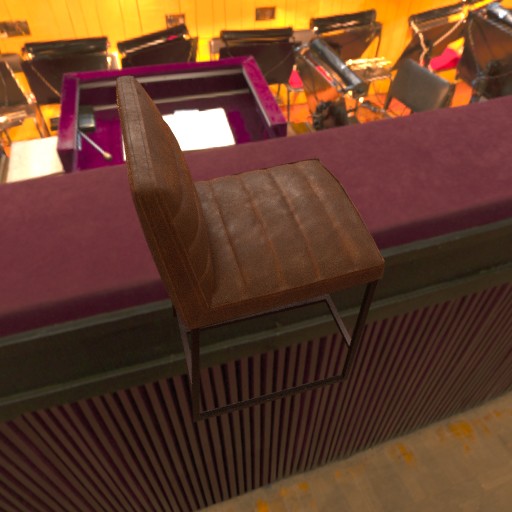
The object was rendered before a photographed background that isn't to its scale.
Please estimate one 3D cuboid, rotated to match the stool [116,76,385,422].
[{"bbox_3d":[0.000,0.000,1.259,0.562,0.942,0.463,-12,48,-11],"label":"stool"}]
